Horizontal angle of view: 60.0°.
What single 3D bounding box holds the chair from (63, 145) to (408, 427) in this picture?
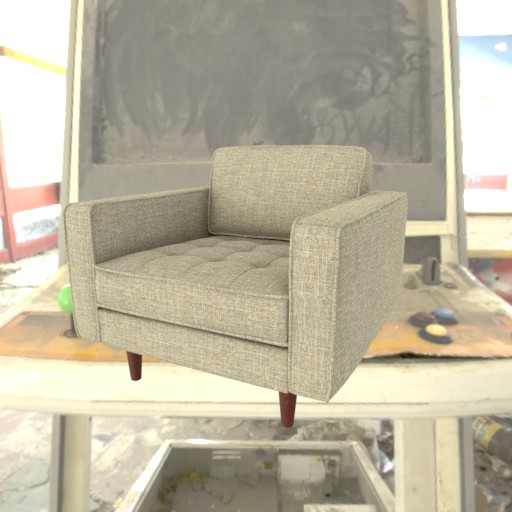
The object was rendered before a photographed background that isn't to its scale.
[{"bbox_3d":[0.000,0.000,1.565,0.889,0.765,0.914,7,15,27],"label":"chair"}]
